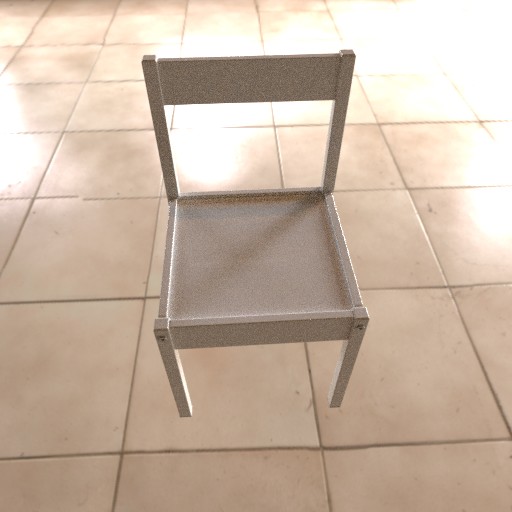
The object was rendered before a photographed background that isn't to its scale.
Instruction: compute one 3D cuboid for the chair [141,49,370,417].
[{"bbox_3d":[0.000,0.000,0.686,0.285,0.505,0.285,-3,48,-3],"label":"chair"}]
